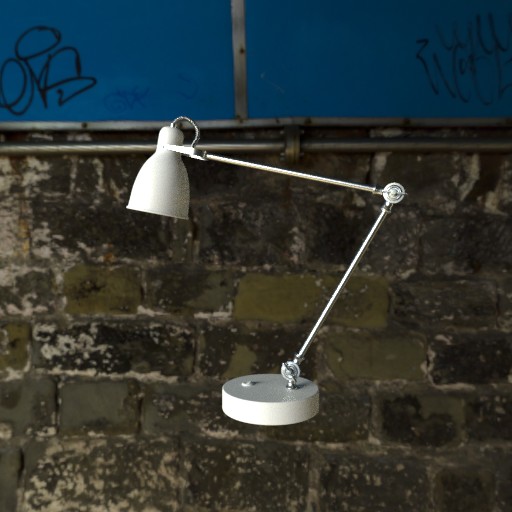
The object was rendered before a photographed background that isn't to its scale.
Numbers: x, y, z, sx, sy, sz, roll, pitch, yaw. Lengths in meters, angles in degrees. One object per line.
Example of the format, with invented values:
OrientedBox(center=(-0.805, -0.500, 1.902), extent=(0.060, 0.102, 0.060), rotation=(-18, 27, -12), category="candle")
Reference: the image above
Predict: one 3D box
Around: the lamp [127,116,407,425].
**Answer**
OrientedBox(center=(0.000, 0.000, 0.870), extent=(0.561, 0.587, 0.187), rotation=(0, 0, 18), category="lamp")
